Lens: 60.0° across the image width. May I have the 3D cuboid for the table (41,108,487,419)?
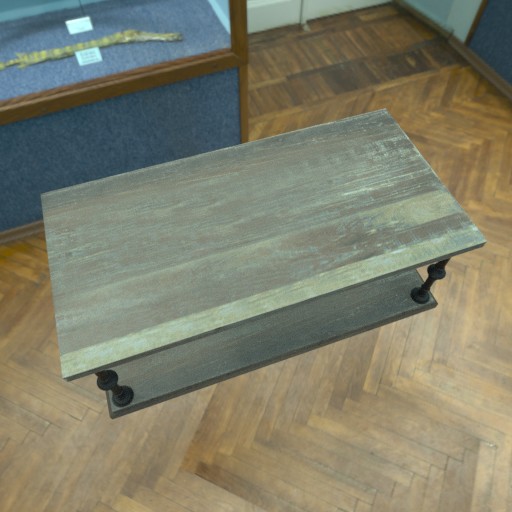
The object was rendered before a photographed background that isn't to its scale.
[{"bbox_3d":[0.000,0.000,1.370,1.088,0.399,0.554,-17,59,-10],"label":"table"}]
